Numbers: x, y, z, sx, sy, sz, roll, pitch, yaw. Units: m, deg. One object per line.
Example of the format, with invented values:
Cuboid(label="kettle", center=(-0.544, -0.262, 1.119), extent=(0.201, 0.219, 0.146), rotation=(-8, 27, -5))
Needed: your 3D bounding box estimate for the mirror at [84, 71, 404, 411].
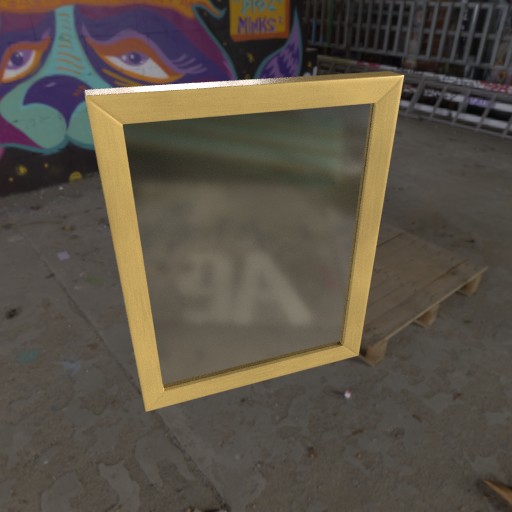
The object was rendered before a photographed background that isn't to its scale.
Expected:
Cuboid(label="mirror", center=(0.000, 0.000, 0.683), extent=(0.405, 0.508, 0.041), rotation=(-10, 33, -16))
